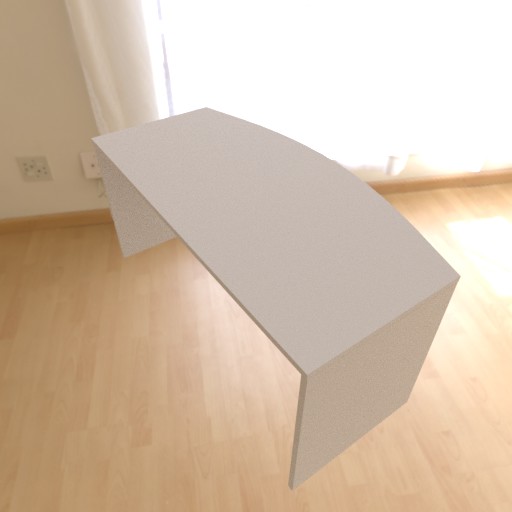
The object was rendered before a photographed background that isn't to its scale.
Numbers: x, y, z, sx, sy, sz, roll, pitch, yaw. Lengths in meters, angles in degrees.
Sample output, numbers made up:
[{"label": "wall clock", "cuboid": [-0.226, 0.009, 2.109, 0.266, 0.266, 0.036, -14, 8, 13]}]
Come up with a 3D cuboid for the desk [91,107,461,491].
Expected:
[{"label": "desk", "cuboid": [0.000, 0.000, 2.046, 0.802, 0.750, 1.600, -25, 47, -25]}]
